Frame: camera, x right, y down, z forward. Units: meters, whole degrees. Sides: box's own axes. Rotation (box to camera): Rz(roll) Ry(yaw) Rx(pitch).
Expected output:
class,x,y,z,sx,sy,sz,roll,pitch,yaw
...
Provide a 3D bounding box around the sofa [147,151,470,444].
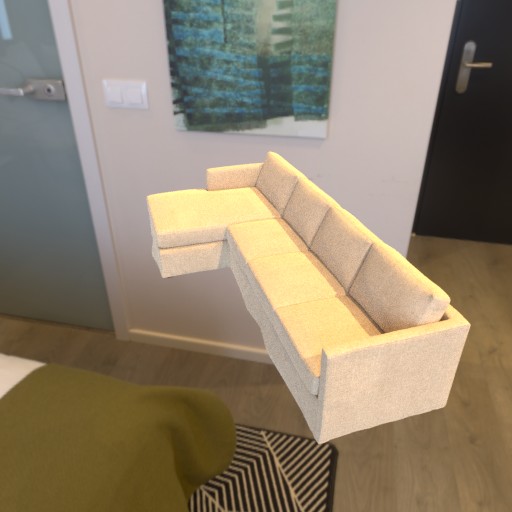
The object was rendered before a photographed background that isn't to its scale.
class,x,y,z,sx,sy,sz,roll,pitch,yaw
sofa,0.000,0.000,3.822,1.650,0.922,3.205,-9,31,-15
